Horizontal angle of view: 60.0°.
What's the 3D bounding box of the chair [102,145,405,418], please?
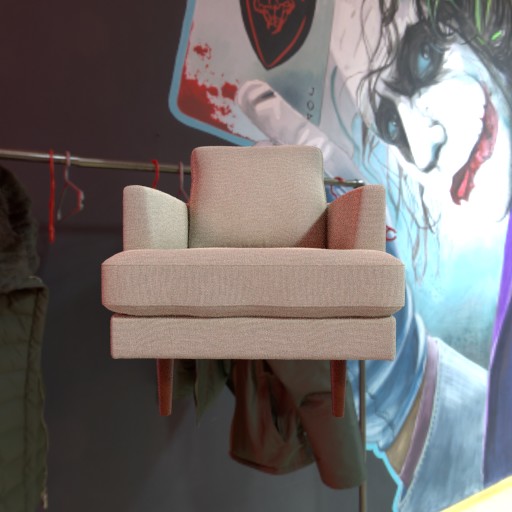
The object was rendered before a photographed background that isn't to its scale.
[{"bbox_3d":[0.000,0.000,1.657,0.858,0.957,0.899,0,1,2],"label":"chair"}]
